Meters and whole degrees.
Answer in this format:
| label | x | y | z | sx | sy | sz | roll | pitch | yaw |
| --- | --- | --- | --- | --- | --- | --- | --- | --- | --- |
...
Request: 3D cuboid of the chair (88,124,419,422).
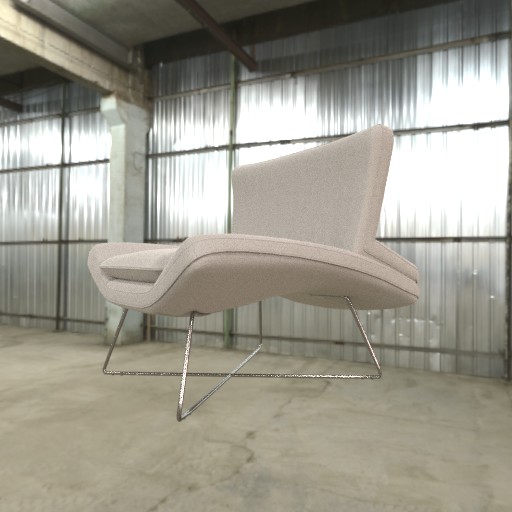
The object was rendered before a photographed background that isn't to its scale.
| label | x | y | z | sx | sy | sz | roll | pitch | yaw |
| --- | --- | --- | --- | --- | --- | --- | --- | --- | --- |
| chair | 0.000 | 0.000 | 1.638 | 1.008 | 0.855 | 0.859 | 0 | 0 | -37 |
